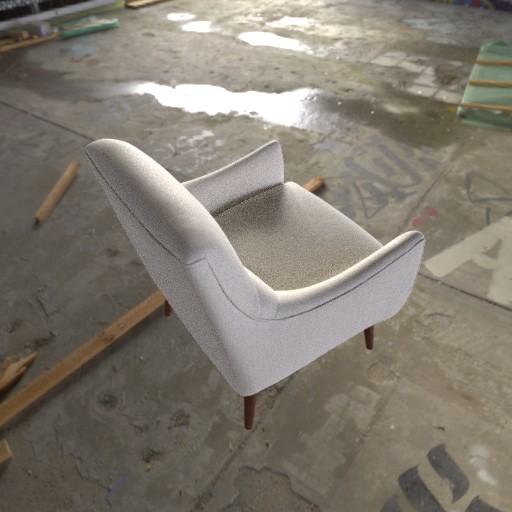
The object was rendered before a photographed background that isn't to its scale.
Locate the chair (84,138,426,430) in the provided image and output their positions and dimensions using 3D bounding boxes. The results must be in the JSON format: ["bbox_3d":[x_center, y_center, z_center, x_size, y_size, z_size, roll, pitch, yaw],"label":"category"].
[{"bbox_3d":[0.000,0.000,1.463,0.787,0.838,0.762,-25,47,-25],"label":"chair"}]
